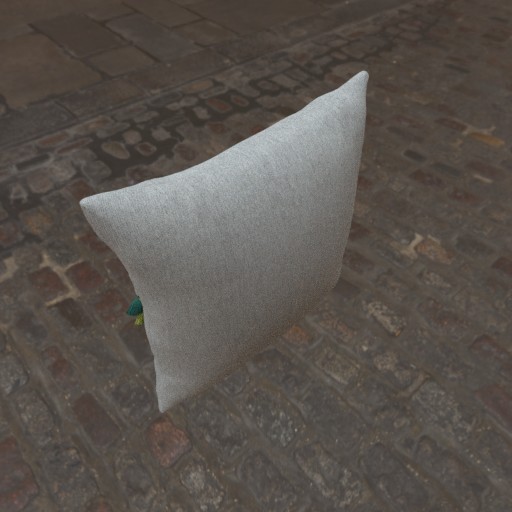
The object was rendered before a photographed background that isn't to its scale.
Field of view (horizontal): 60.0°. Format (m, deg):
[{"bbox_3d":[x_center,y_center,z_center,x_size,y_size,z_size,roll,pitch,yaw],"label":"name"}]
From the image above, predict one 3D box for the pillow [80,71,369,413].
[{"bbox_3d":[0.000,0.000,0.674,0.433,0.436,0.173,-33,55,-27],"label":"pillow"}]
